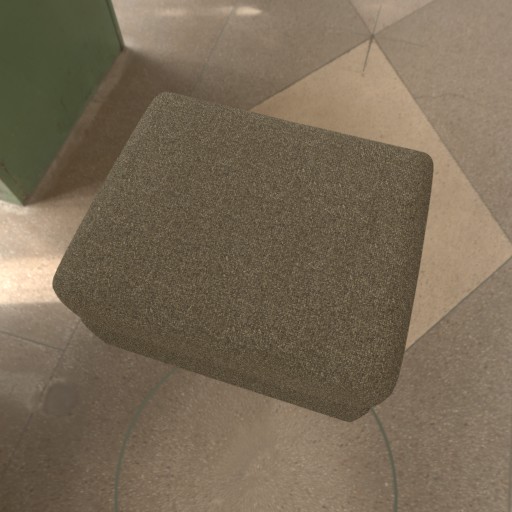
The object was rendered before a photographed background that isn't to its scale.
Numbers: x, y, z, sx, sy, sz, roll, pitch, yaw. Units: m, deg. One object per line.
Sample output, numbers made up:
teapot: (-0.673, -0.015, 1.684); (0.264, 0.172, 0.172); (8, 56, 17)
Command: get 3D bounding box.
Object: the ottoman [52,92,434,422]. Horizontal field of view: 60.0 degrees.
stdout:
ottoman: (0.000, 0.000, 1.131); (0.742, 0.476, 0.598); (16, 65, 8)
